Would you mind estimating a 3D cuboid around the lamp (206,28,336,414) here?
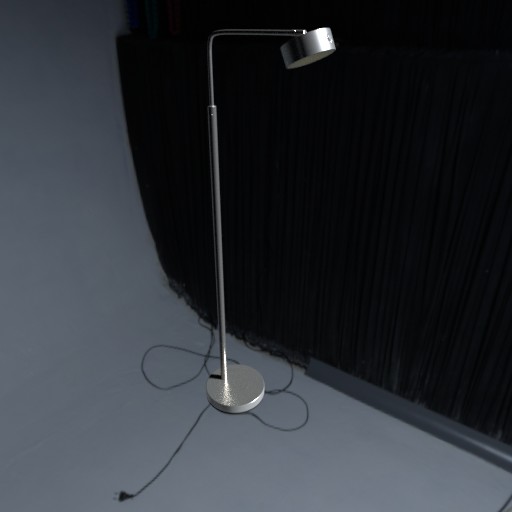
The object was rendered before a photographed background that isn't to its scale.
[{"bbox_3d":[0.000,0.000,1.363,0.421,1.250,0.222,20,34,32],"label":"lamp"}]
